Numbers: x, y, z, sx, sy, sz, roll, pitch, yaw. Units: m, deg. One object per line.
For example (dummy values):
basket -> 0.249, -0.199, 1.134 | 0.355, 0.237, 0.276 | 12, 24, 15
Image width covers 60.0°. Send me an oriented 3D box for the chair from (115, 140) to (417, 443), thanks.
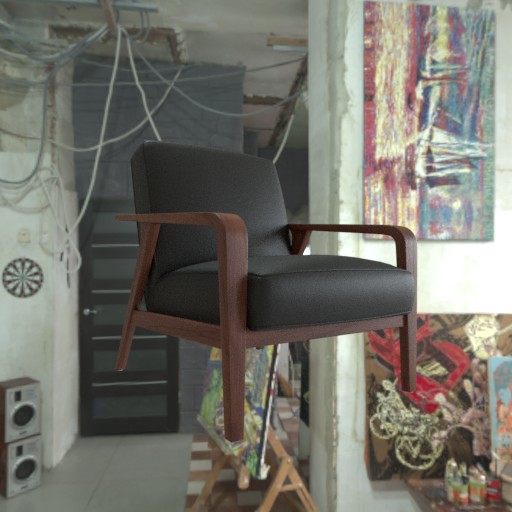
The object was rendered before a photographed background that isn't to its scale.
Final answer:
chair -> 0.000, 0.000, 1.523 | 0.719, 0.861, 0.889 | 0, -1, -35
